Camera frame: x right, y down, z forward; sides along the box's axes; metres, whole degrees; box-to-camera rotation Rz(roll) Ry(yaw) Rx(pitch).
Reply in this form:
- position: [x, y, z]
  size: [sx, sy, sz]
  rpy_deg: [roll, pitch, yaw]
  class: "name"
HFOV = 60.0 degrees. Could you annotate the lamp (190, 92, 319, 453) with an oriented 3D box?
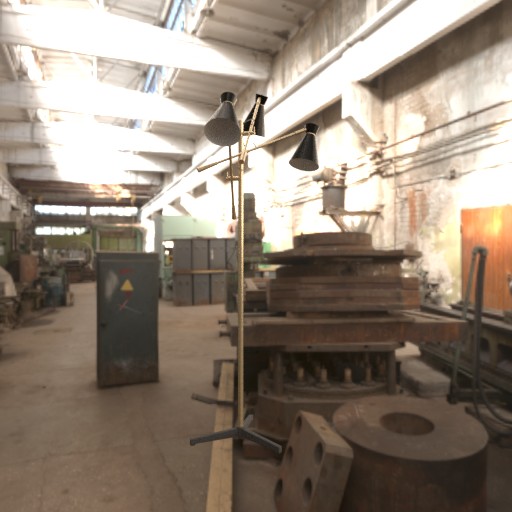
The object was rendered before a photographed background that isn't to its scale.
- position: [0.000, 0.000, 2.202]
  size: [0.653, 1.804, 0.750]
  rpy_deg: [0, 0, -19]
  class: "lamp"
